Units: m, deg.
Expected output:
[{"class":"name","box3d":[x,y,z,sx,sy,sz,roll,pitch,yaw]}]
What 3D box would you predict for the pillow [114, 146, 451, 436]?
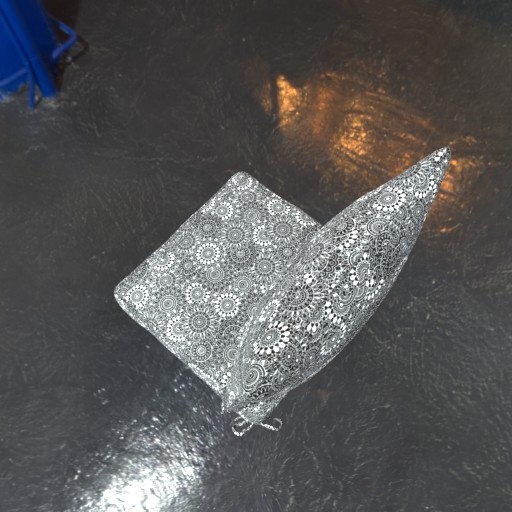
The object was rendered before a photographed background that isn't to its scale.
[{"class":"pillow","box3d":[0.000,0.000,1.319,0.740,0.722,0.798,36,69,17]}]
